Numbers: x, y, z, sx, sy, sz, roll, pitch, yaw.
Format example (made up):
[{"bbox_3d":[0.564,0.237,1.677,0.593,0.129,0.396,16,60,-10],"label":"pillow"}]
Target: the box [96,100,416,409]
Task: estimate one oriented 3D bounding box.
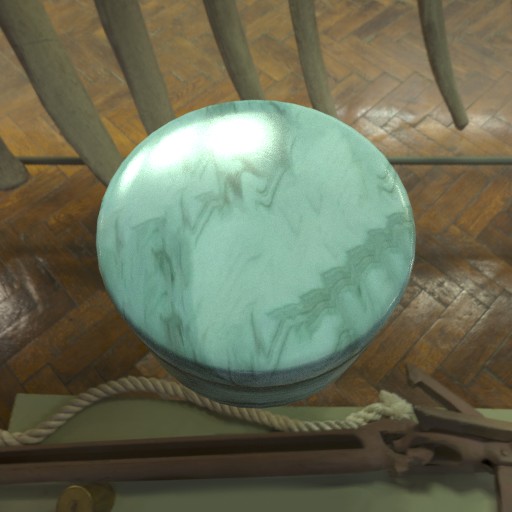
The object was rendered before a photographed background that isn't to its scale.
[{"bbox_3d":[0.000,0.000,0.165,0.101,0.063,0.101,0,63,0],"label":"box"}]
